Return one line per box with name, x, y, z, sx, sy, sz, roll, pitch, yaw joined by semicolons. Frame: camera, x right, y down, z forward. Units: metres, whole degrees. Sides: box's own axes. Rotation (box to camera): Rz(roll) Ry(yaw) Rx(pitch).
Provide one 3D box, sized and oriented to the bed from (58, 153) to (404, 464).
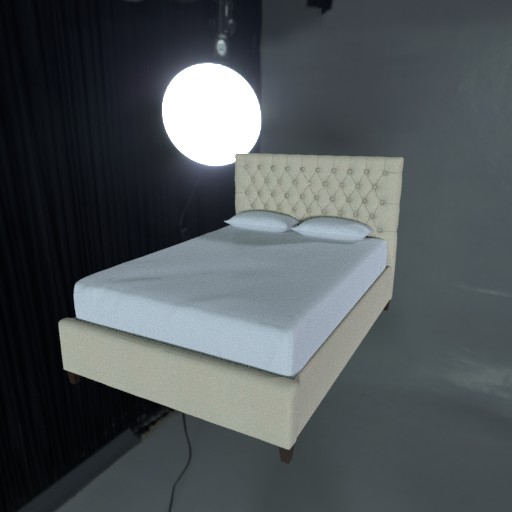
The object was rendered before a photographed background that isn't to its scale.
bed;0.000;0.000;3.437;1.698;1.427;2.387;8;18;27
